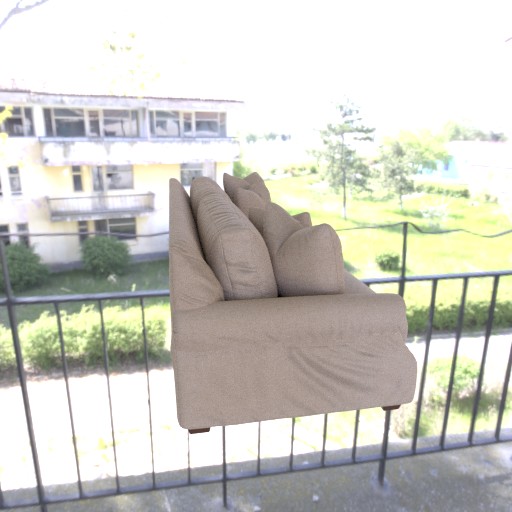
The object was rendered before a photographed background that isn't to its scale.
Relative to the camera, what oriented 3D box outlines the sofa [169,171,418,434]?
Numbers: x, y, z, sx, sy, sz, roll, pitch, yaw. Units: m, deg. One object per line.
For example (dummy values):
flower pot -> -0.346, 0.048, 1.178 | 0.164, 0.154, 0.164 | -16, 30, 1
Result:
sofa -> 0.000, 0.000, 2.778 | 1.067, 0.904, 2.285 | -3, 17, -10
